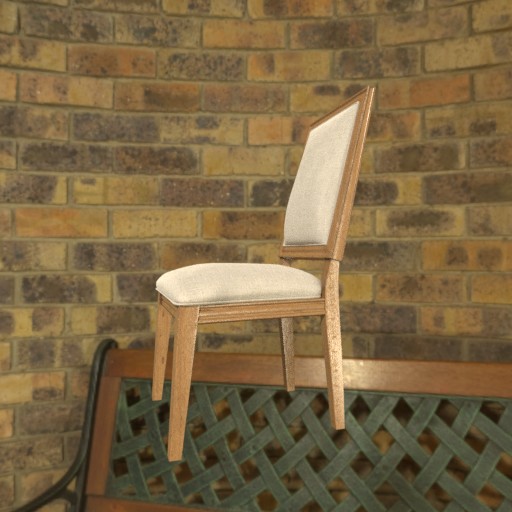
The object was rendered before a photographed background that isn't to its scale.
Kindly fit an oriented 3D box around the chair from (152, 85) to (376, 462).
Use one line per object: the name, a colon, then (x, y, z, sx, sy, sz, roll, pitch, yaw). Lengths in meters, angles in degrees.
chair: (0.000, 0.000, 1.394, 0.601, 0.988, 0.536, 0, 0, -18)
